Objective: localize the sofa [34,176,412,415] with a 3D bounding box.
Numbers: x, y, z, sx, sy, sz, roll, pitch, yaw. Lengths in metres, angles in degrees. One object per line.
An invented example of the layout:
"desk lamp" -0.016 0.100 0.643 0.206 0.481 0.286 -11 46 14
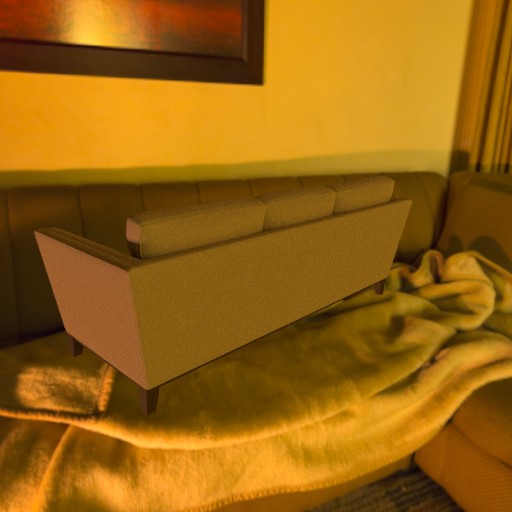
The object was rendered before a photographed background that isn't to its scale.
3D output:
"sofa" 0.000 0.000 2.918 0.965 0.940 2.388 15 22 42
